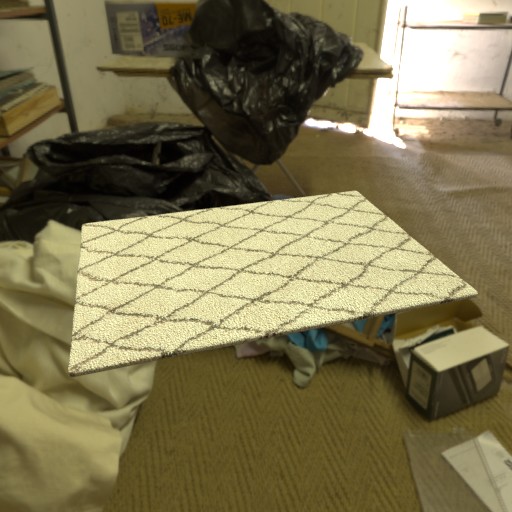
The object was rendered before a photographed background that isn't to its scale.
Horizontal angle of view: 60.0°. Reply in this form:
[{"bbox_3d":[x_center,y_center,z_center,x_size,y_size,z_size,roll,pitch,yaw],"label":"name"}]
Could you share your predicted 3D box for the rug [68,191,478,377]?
[{"bbox_3d":[0.000,0.000,2.320,1.778,0.030,1.219,-9,33,-14],"label":"rug"}]
